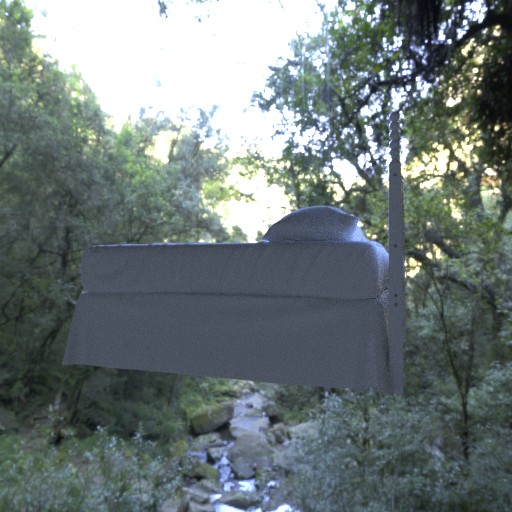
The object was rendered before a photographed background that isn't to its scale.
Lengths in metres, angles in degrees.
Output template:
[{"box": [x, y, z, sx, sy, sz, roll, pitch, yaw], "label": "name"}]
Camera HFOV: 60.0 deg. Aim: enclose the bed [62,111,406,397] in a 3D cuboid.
[{"box": [0.000, 0.000, 3.207, 2.040, 1.356, 1.873, 0, -1, 19], "label": "bed"}]
